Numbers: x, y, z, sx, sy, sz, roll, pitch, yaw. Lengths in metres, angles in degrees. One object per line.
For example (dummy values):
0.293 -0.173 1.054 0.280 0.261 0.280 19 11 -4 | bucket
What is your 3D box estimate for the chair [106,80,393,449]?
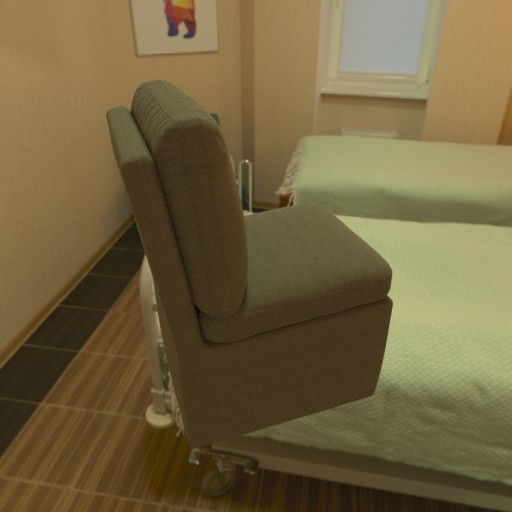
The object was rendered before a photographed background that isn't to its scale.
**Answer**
0.000 0.000 1.298 0.698 0.927 0.503 -10 32 -17 | chair
